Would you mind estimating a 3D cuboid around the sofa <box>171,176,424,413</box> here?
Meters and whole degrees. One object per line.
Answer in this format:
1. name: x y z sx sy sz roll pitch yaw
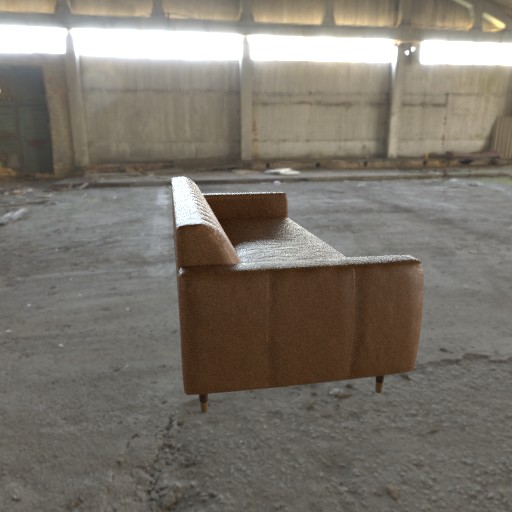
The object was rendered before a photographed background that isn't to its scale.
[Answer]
1. sofa: 0.000 0.000 2.765 0.990 0.821 2.291 -3 16 -11
